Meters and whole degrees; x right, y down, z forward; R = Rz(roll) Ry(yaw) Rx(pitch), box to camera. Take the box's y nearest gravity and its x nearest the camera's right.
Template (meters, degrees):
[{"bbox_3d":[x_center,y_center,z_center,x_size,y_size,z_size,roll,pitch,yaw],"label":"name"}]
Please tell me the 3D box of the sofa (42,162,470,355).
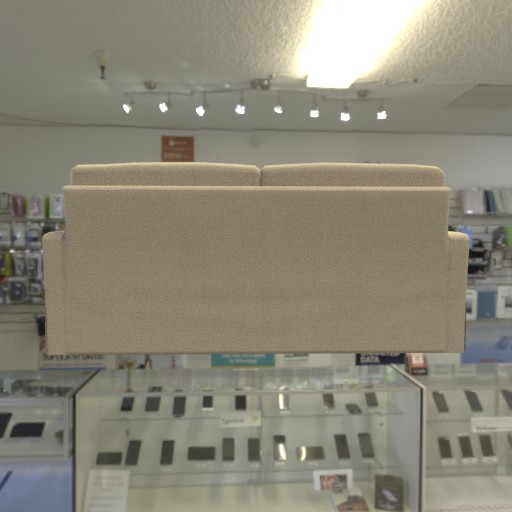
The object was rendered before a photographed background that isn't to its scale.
[{"bbox_3d":[0.000,0.000,2.256,1.808,0.831,0.894,0,1,-1],"label":"sofa"}]
